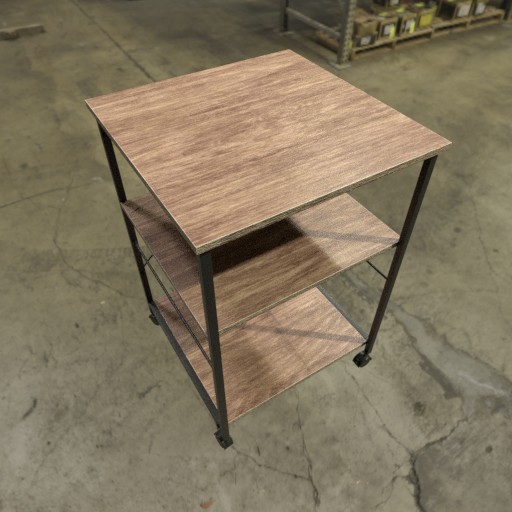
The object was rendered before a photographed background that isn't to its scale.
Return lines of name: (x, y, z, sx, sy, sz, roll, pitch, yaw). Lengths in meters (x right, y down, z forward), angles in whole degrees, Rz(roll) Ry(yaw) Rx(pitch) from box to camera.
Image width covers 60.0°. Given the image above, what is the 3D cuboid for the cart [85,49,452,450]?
cart: (0.000, 0.000, 1.140, 0.521, 0.762, 0.520, -24, 50, -22)
